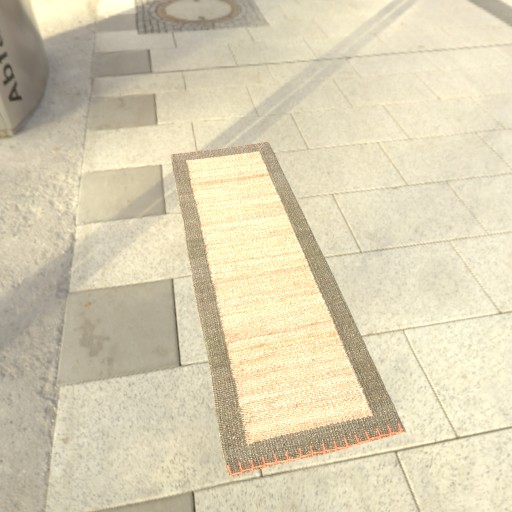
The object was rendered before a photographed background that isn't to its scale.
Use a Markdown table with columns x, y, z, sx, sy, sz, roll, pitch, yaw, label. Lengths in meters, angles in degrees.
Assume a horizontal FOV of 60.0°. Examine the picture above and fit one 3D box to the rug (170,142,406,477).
| x | y | z | sx | sy | sz | roll | pitch | yaw | label |
| --- | --- | --- | --- | --- | --- | --- | --- | --- | --- |
| 0.000 | 0.000 | 2.706 | 0.810 | 0.016 | 2.413 | -10 | 47 | -9 | rug |
